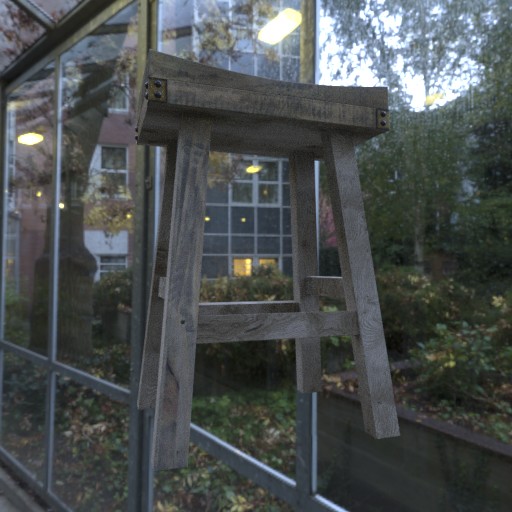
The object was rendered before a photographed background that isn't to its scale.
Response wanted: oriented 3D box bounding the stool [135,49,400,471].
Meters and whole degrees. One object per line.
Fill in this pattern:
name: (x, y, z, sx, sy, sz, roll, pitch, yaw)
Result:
stool: (0.000, 0.000, 0.873, 0.450, 0.635, 0.330, 1, -2, -19)
